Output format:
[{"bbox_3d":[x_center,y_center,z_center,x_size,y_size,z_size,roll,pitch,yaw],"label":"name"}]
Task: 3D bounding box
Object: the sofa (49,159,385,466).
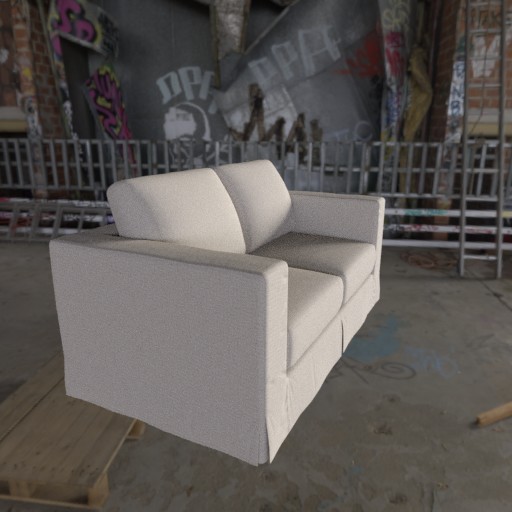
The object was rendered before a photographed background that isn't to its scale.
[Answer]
[{"bbox_3d":[0.000,0.000,2.391,1.009,0.932,1.813,8,18,26],"label":"sofa"}]
